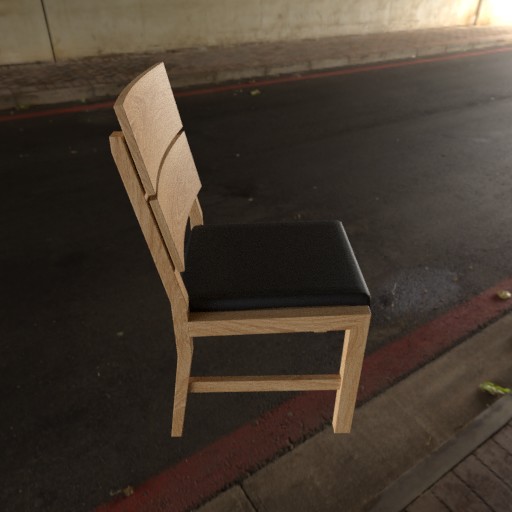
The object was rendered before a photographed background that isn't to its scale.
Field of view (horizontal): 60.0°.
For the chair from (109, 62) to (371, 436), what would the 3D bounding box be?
[{"bbox_3d":[0.000,0.000,1.256,0.569,0.950,0.475,-1,32,-1],"label":"chair"}]
